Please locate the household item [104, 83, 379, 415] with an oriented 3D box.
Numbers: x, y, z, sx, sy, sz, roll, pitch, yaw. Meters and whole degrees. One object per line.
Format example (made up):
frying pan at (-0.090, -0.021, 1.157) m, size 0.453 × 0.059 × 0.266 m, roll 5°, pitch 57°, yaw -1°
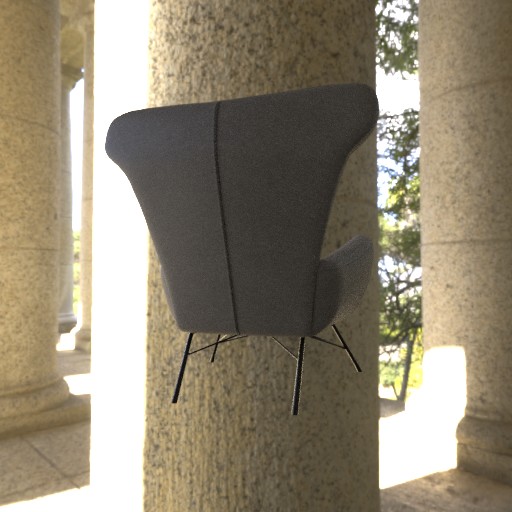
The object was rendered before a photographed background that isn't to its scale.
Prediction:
household item at (0.000, 0.000, 1.773) m, size 0.980 × 1.050 × 0.900 m, roll -1°, pitch -2°, yaw 17°
